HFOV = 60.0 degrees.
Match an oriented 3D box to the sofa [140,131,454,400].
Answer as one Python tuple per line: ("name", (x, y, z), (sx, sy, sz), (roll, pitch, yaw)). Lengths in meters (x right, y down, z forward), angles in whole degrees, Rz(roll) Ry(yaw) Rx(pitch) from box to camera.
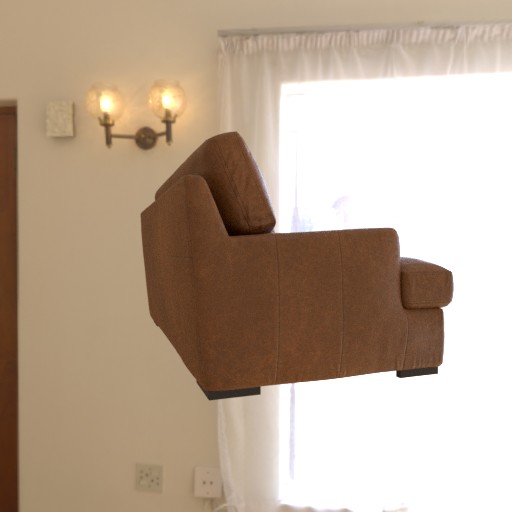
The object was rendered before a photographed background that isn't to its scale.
("sofa", (0.000, 0.000, 2.510), (1.144, 0.966, 1.880), (0, 1, -19))
